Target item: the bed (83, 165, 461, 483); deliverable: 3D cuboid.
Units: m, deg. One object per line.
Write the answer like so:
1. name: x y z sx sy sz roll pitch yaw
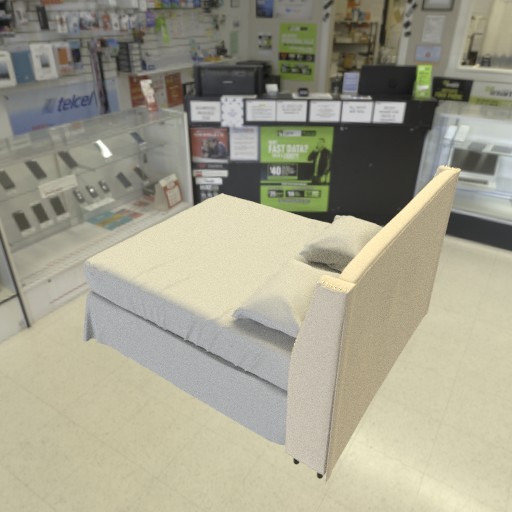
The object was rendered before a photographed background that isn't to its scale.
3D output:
1. bed: 0.000 0.000 3.365 2.276 1.332 1.925 19 35 30
